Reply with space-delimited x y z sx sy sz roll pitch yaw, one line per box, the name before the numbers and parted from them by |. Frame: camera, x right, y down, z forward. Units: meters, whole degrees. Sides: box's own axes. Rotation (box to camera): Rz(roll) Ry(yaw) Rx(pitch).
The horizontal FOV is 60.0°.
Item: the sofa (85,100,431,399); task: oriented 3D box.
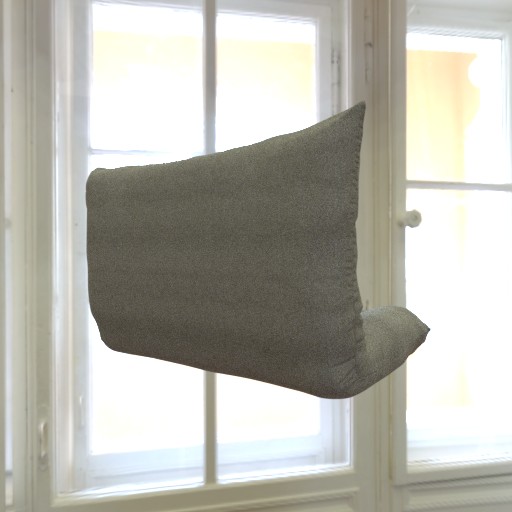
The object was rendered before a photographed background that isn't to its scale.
sofa | 0.000 0.000 1.709 1.144 0.795 0.847 1 1 36
